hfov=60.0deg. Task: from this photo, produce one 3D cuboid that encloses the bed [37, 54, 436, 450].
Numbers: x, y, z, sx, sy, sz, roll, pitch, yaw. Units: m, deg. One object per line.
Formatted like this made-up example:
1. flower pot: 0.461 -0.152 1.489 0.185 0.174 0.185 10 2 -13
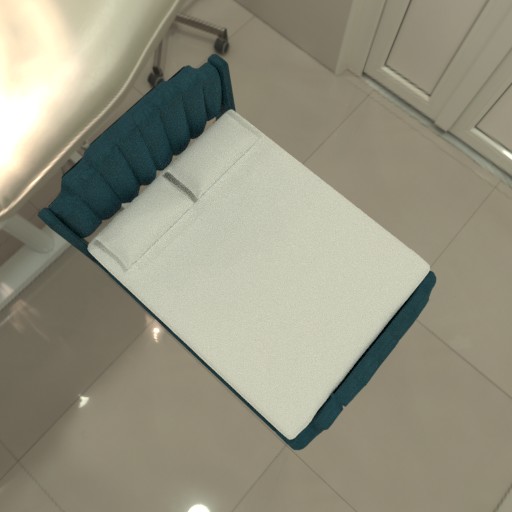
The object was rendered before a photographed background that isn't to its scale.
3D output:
1. bed: 0.000 0.000 3.270 2.322 1.351 1.676 41 78 11
